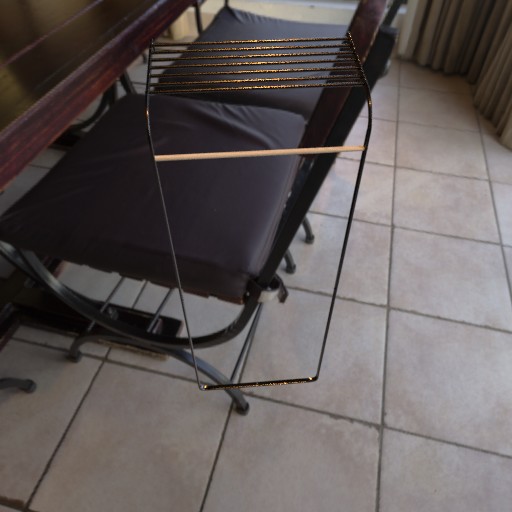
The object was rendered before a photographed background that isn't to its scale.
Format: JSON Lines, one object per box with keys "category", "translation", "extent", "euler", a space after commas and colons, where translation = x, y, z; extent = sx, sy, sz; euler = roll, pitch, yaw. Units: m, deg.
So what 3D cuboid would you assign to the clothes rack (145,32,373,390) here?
{"category": "clothes rack", "translation": [0.000, 0.000, 1.789], "extent": [0.609, 1.574, 0.349], "euler": [-4, 47, -3]}
